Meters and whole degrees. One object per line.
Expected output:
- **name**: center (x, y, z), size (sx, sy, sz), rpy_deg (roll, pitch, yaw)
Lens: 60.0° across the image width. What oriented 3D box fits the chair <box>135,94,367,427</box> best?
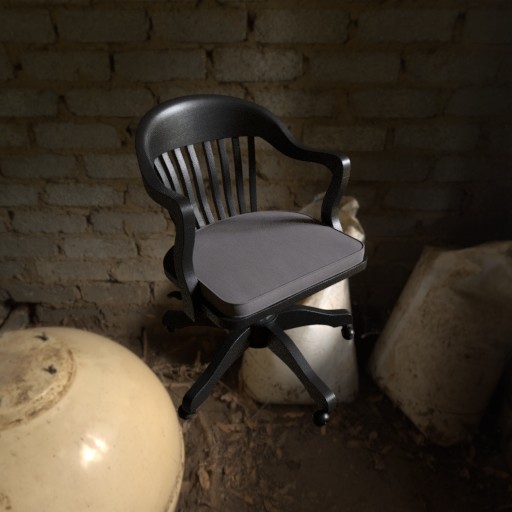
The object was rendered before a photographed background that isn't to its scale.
- **chair**: center (0.000, 0.000, 1.446), size (0.750, 0.878, 0.788), rpy_deg (-21, 37, -31)
